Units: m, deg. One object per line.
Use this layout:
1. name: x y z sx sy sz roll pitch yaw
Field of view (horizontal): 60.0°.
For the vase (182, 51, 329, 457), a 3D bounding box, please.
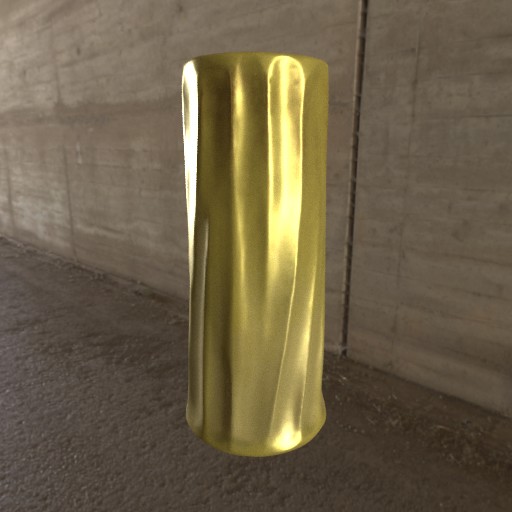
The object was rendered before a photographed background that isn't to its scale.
1. vase: 0.000 0.000 0.178 0.061 0.143 0.061 0 14 0
